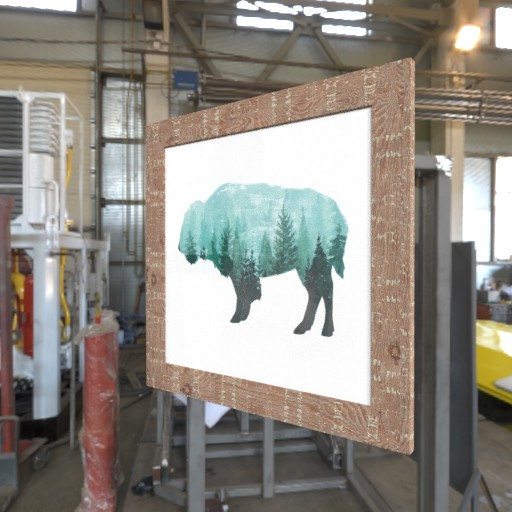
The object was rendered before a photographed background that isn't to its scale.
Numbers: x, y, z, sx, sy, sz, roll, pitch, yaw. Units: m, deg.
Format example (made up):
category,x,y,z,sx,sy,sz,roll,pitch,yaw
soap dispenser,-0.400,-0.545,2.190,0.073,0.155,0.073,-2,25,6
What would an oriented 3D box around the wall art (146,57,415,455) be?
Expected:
category,x,y,z,sx,sy,sz,roll,pitch,yaw
wall art,0.000,0.000,0.544,0.380,0.380,0.022,0,1,36
